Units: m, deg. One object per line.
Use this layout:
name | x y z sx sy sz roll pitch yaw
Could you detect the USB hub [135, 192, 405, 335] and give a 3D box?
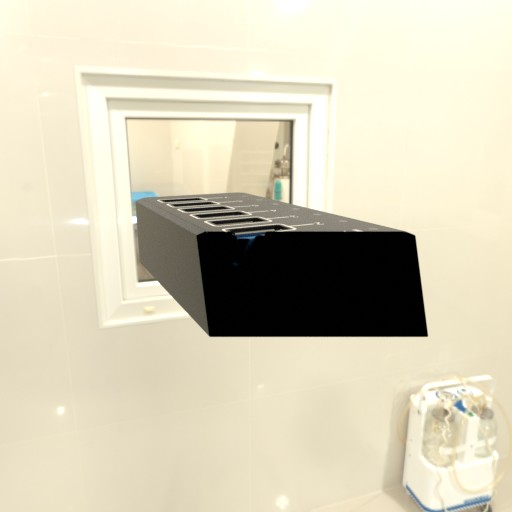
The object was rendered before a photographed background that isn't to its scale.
USB hub | 0.000 0.000 0.124 0.044 0.023 0.110 -7 16 -26
